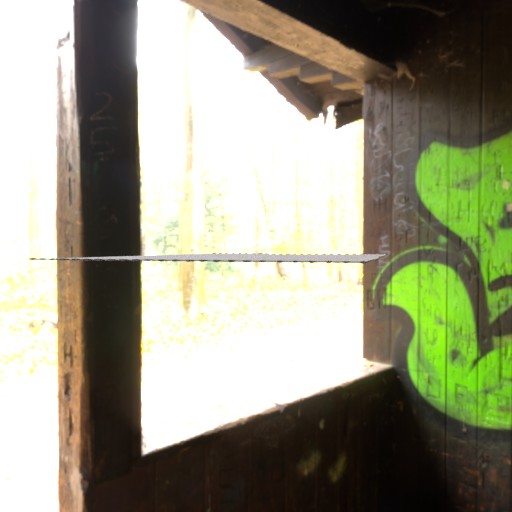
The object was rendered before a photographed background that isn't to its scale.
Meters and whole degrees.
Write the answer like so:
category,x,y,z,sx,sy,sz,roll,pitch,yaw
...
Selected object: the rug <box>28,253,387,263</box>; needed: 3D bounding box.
category,x,y,z,sx,sy,sz,roll,pitch,yaw
rug,0.000,0.000,4.511,2.471,0.016,3.416,0,1,18
